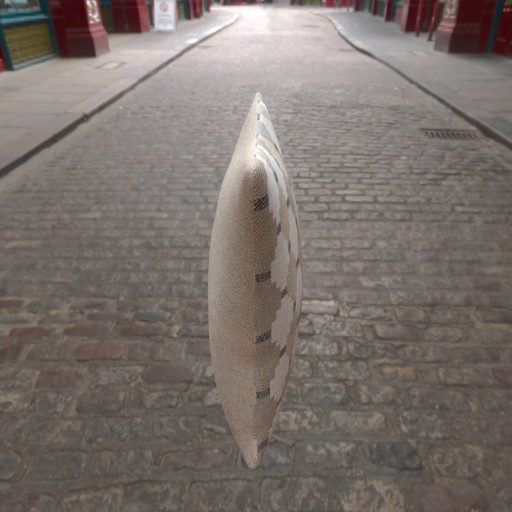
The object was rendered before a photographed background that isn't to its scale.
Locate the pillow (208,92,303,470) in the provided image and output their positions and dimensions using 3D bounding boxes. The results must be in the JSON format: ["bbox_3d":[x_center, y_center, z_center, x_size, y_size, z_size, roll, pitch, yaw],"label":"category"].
[{"bbox_3d":[0.000,0.000,0.891,0.192,0.558,0.578,0,30,1],"label":"pillow"}]
